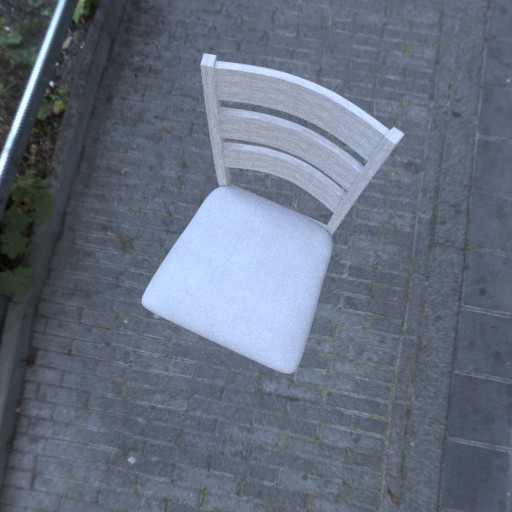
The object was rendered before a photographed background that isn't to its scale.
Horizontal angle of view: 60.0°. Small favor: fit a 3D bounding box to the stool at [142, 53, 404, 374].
[{"bbox_3d":[0.000,0.000,1.351,0.484,1.032,0.569,24,78,5],"label":"stool"}]
